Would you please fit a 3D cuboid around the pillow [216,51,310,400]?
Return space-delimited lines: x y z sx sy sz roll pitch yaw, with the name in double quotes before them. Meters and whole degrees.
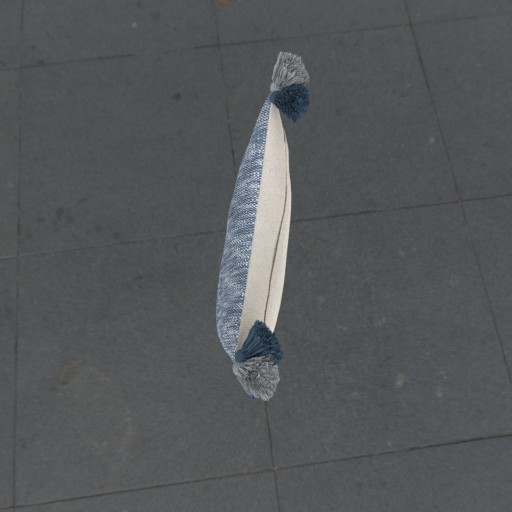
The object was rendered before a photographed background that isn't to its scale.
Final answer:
"pillow" 0.000 0.000 0.952 0.138 0.634 0.614 7 75 2
